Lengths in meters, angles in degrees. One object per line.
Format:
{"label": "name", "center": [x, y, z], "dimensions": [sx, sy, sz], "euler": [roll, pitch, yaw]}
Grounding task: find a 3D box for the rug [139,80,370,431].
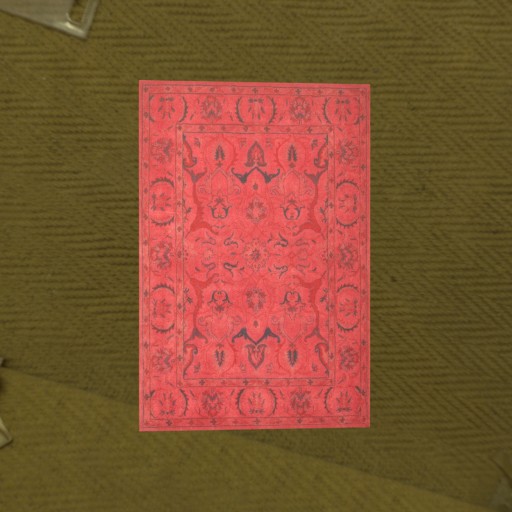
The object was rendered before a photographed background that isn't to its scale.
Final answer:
{"label": "rug", "center": [0.000, 0.000, 2.318], "dimensions": [1.209, 0.008, 1.814], "euler": [0, 90, -3]}
